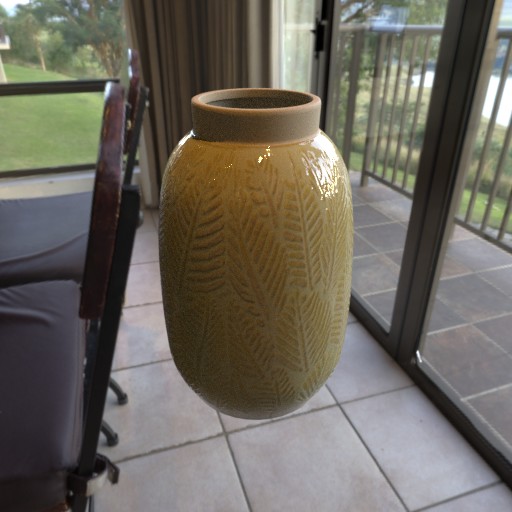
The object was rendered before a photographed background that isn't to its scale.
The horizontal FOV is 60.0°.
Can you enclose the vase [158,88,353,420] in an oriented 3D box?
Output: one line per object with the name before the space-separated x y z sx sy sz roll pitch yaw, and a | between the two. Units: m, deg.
vase | 0.000 0.000 0.396 0.172 0.270 0.172 0 29 0
